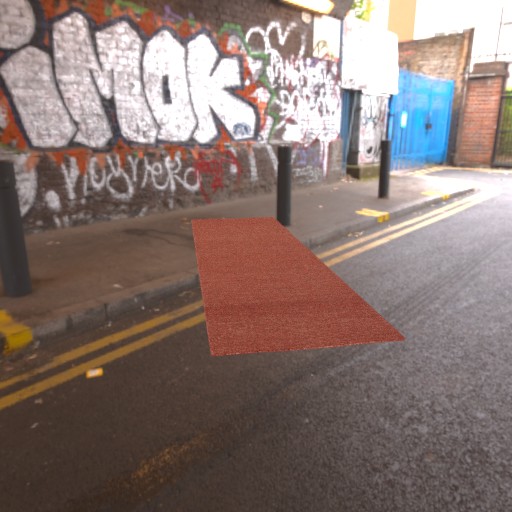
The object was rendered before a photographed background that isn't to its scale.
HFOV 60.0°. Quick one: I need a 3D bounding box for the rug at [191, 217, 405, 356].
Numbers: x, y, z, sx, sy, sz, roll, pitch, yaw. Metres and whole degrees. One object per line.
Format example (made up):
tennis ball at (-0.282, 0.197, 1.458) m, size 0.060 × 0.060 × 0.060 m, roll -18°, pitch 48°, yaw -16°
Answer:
rug at (0.000, 0.000, 2.595) m, size 0.687 × 0.012 × 2.307 m, roll -3°, pitch 16°, yaw -9°
